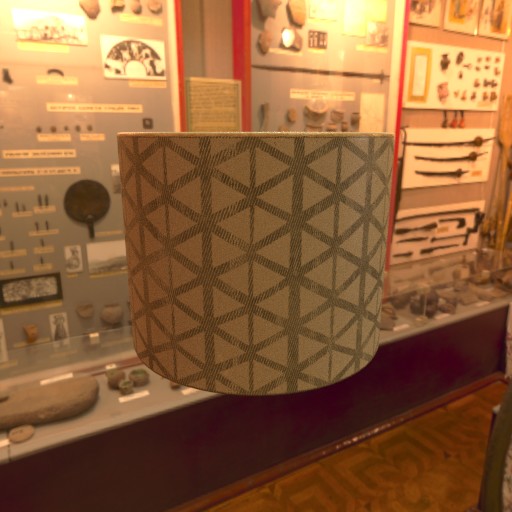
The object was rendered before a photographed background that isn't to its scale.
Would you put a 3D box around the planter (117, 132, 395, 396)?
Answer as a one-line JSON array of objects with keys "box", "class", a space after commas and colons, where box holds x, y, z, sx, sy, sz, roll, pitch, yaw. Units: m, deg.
[{"box": [0.000, 0.000, 0.339, 0.190, 0.181, 0.190, 0, 15, 0], "class": "planter"}]
